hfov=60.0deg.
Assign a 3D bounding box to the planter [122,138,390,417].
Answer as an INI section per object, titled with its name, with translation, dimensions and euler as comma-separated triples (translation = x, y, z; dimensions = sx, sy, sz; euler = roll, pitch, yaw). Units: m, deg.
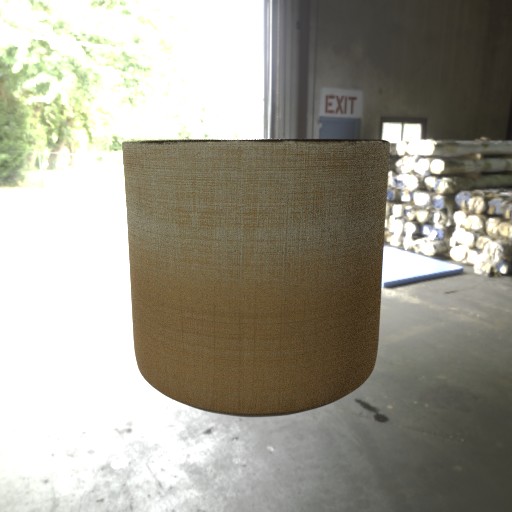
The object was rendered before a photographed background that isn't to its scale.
[planter]
translation = 0.000, 0.000, 0.397
dimensions = 0.221, 0.201, 0.221
euler = 0, 14, 0
